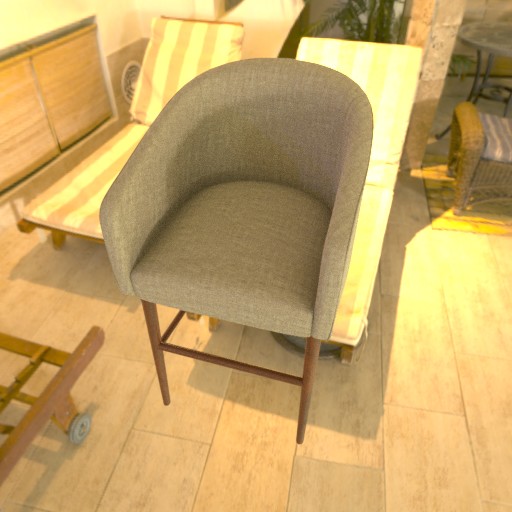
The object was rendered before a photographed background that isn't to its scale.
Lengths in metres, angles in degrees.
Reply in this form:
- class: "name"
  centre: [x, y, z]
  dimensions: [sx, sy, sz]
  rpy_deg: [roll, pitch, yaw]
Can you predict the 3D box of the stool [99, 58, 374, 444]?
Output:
- class: "stool"
  centre: [0.000, 0.000, 1.327]
  dimensions: [0.559, 0.952, 0.635]
  rpy_deg: [11, 42, 13]
